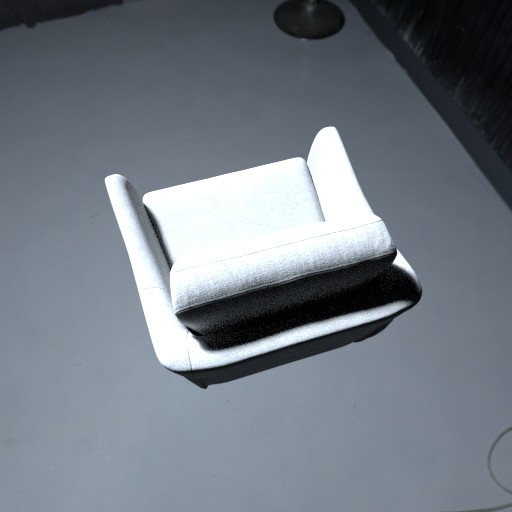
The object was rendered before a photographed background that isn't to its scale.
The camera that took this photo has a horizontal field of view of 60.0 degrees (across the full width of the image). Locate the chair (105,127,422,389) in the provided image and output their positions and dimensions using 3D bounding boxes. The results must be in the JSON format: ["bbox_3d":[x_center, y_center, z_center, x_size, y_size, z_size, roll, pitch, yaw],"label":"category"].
[{"bbox_3d":[0.000,0.000,1.733,0.986,0.902,0.961,-15,61,-8],"label":"chair"}]
